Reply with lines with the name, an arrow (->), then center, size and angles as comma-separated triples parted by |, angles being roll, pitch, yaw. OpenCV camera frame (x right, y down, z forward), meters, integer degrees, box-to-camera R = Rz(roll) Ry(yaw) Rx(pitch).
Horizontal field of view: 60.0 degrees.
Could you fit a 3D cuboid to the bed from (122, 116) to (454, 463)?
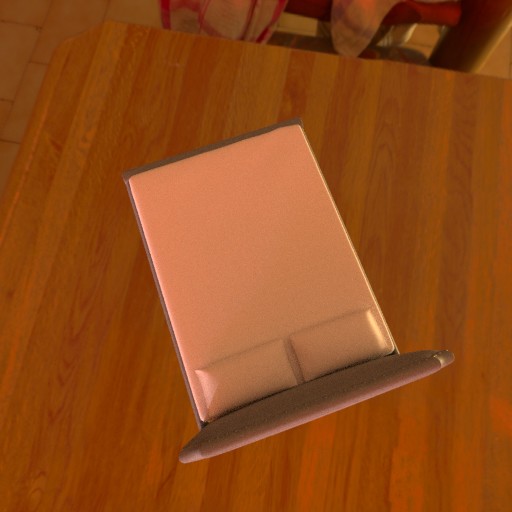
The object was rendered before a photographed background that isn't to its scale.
bed -> 0.000, 0.000, 3.416 | 1.712, 1.443, 2.372 | -19, 75, -5
